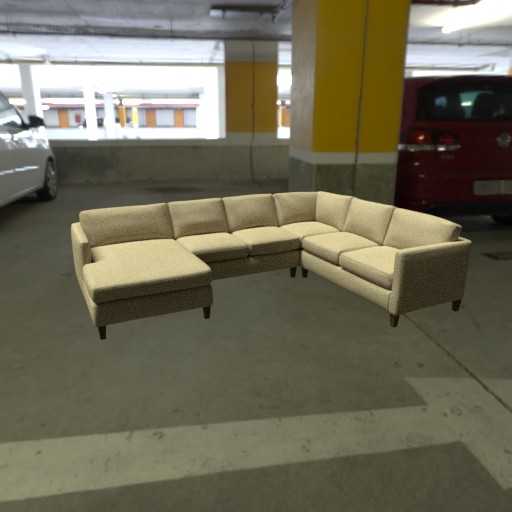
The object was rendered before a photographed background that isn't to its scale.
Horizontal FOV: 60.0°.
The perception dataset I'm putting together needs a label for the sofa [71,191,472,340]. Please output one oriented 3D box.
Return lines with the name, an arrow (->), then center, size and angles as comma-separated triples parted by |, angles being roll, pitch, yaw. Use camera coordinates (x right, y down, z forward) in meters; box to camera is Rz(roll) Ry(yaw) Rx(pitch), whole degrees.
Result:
sofa -> 0.000, 0.000, 4.717 | 3.460, 0.959, 2.593 | -8, 19, -25
